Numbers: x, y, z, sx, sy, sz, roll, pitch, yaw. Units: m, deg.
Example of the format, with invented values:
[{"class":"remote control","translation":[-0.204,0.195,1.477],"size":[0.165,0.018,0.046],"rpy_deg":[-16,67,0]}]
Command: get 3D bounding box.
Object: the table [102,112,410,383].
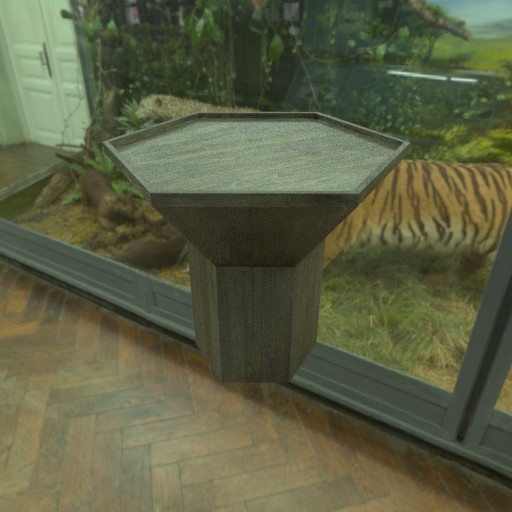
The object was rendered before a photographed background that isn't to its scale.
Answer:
[{"class":"table","translation":[0.000,0.000,1.132],"size":[0.683,0.586,0.592],"rpy_deg":[0,30,0]}]
